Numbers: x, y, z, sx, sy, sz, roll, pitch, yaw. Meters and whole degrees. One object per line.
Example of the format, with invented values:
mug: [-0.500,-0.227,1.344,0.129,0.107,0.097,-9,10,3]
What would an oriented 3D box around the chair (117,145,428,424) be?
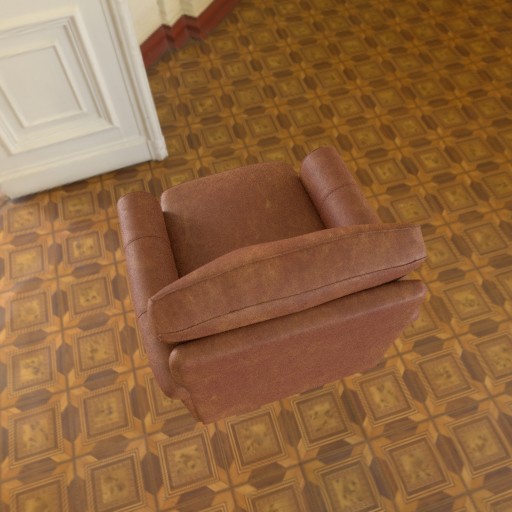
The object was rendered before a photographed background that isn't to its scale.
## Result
chair: [0.000,0.000,1.778,0.983,0.962,0.986,-15,60,-9]
